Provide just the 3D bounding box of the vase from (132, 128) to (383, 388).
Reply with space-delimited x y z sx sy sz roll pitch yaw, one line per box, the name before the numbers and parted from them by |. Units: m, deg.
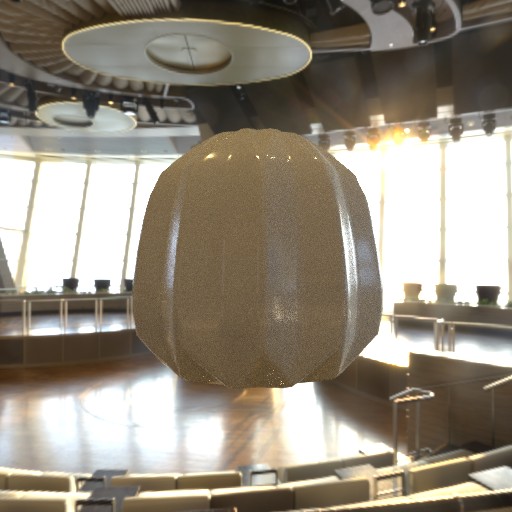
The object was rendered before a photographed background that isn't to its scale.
vase | 0.000 0.000 0.257 0.139 0.134 0.139 0 -1 0
